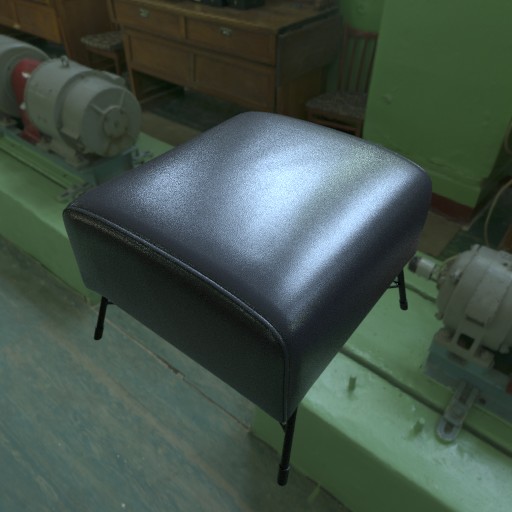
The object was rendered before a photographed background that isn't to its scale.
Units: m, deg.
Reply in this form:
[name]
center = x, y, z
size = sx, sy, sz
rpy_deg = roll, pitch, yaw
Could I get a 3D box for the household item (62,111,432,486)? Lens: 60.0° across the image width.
[household item]
center = 0.000, 0.000, 0.906
size = 0.530, 0.410, 0.530
rpy_deg = 27, 48, 28
